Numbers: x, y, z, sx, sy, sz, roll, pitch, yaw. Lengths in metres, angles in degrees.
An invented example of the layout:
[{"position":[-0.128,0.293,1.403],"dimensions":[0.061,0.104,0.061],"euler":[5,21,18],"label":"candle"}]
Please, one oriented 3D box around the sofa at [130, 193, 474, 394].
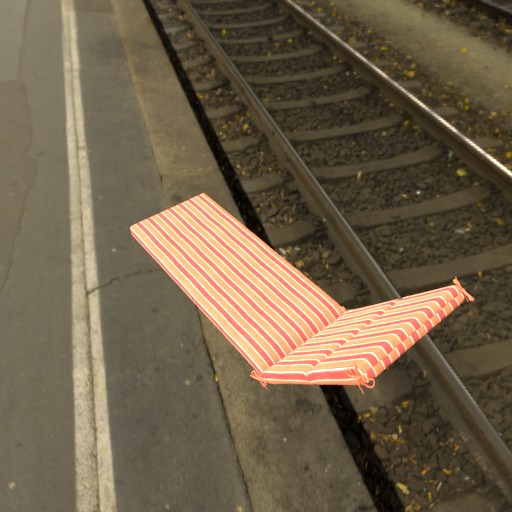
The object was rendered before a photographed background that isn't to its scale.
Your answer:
[{"position":[0.000,0.000,2.004],"dimensions":[0.582,0.622,1.663],"euler":[-30,52,-27],"label":"sofa"}]
